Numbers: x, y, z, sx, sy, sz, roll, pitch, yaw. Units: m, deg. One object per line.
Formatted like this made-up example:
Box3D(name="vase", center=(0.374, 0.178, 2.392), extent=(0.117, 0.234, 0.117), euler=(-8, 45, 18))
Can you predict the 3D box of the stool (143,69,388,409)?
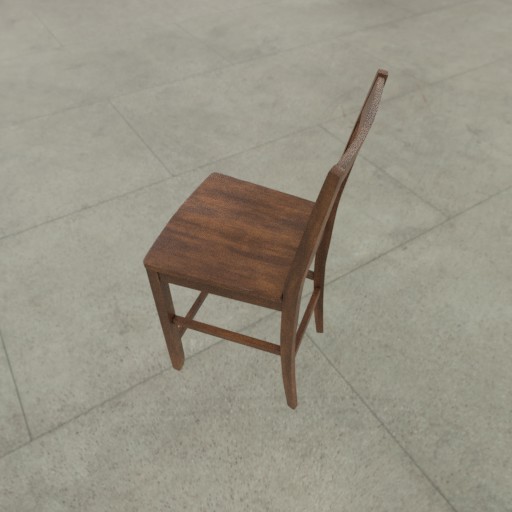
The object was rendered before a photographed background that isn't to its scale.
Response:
Box3D(name="stool", center=(0.000, 0.000, 1.393), extent=(0.539, 1.079, 0.462), euler=(16, 49, 15))
